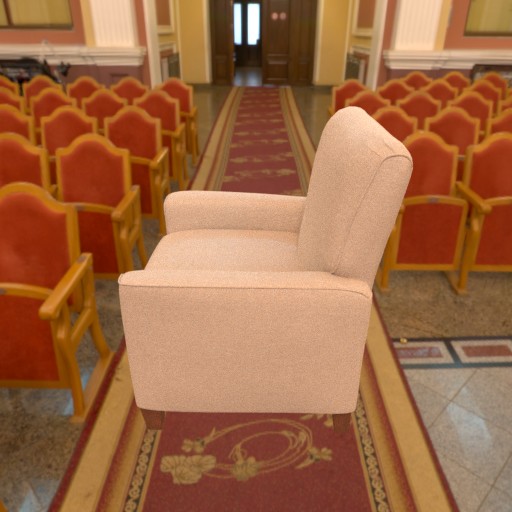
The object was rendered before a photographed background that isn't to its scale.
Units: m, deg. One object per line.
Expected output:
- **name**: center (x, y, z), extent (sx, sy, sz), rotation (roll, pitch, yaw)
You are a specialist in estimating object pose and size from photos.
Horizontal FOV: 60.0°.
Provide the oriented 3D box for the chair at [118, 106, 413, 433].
- **chair**: center (0.000, 0.000, 1.676), extent (0.858, 1.023, 0.841), rotation (1, 27, 1)
